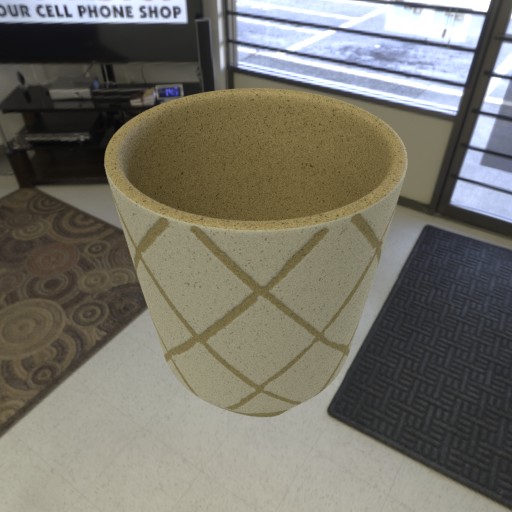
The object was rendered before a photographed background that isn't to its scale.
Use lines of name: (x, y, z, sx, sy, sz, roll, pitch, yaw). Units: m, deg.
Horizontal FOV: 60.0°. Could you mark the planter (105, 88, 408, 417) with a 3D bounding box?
planter: (0.000, 0.000, 0.418, 0.228, 0.235, 0.228, 0, 40, 0)
